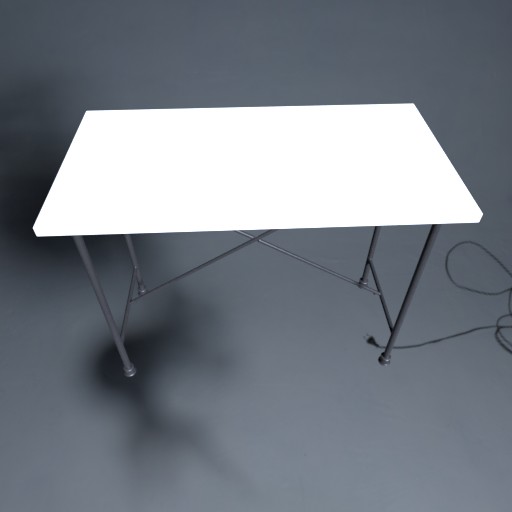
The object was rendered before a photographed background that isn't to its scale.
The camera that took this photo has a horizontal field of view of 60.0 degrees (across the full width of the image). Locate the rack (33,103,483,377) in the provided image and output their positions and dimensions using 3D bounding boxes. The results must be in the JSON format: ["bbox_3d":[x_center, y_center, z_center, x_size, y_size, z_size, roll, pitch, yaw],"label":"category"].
[{"bbox_3d":[0.000,0.000,1.666,1.159,0.880,0.613,-2,45,-2],"label":"rack"}]
